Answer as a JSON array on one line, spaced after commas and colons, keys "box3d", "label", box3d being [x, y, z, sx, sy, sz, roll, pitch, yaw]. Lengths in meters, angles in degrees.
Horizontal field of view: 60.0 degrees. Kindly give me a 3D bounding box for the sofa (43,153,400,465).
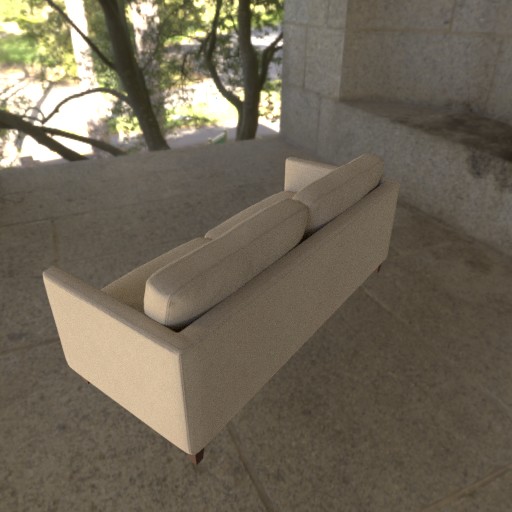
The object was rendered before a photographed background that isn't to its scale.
[{"box3d": [0.000, 0.000, 2.707, 0.948, 0.932, 2.181, 21, 36, 31], "label": "sofa"}]
